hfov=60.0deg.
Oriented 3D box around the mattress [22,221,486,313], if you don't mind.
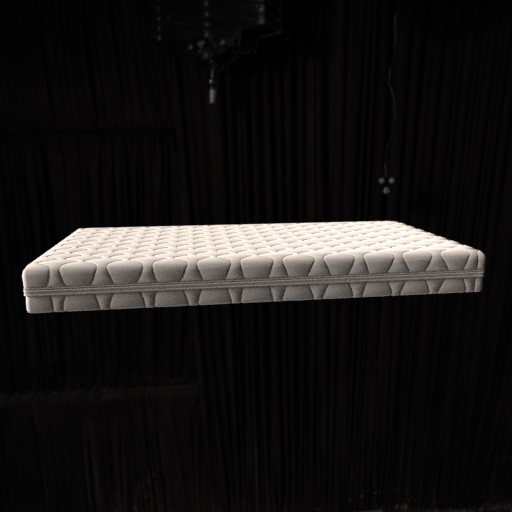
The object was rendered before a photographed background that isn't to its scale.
[{"bbox_3d":[0.000,0.000,2.326,2.000,0.200,0.900,-2,14,-8],"label":"mattress"}]
